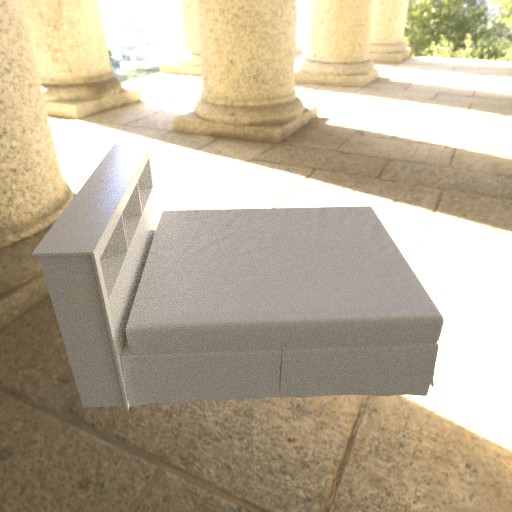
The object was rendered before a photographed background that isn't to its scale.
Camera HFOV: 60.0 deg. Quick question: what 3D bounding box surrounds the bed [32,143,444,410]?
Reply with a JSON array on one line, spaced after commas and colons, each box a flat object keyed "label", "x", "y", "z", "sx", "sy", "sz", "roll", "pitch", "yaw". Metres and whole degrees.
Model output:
[{"label": "bed", "x": 0.000, "y": 0.000, "z": 3.060, "sx": 2.133, "sy": 1.092, "sz": 1.671, "roll": -1, "pitch": 31, "yaw": -2}]
